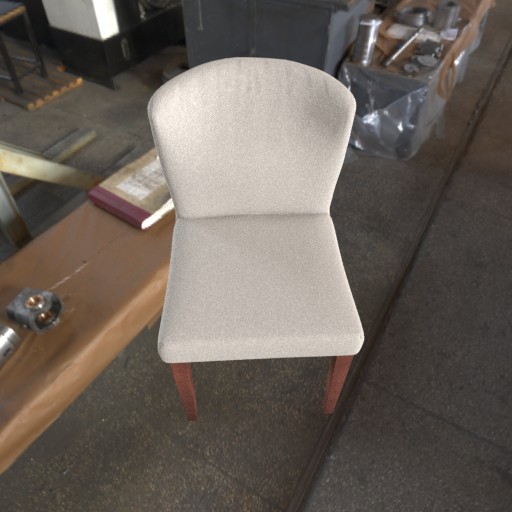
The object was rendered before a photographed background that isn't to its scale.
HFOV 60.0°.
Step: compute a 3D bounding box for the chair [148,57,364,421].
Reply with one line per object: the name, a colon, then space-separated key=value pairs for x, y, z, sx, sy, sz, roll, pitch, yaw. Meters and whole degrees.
chair: x=0.000 y=0.000 z=1.207 sx=0.491 sy=0.839 sz=0.592 roll=-2 pitch=47 yaw=-2
